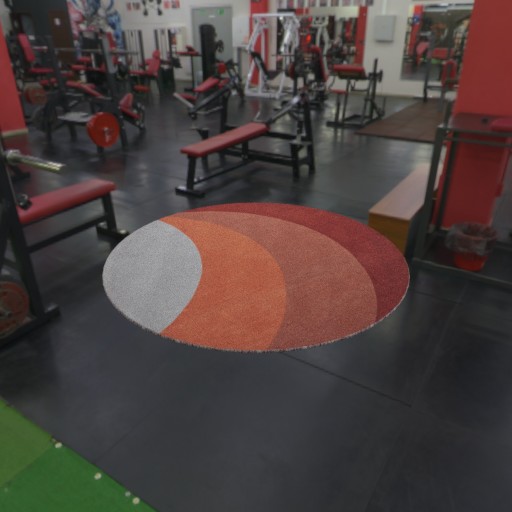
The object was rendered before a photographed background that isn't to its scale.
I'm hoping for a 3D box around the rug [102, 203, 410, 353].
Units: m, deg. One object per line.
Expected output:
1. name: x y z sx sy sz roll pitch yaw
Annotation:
1. rug: 0.000 0.000 2.285 1.514 0.015 1.514 0 28 0
